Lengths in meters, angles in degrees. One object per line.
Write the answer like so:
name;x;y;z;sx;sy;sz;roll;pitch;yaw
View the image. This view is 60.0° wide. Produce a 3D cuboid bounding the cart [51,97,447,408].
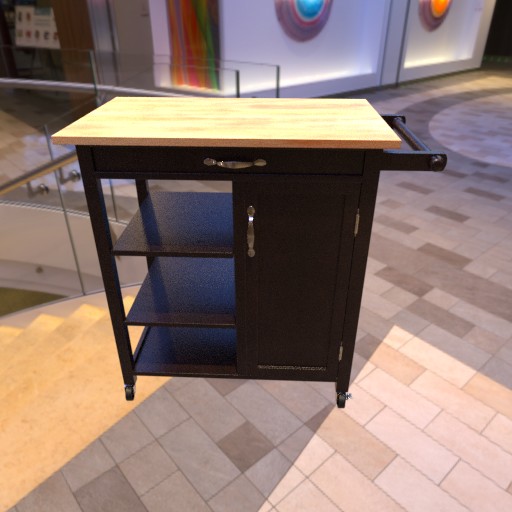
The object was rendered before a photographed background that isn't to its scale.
cart;0.000;0.000;1.414;0.914;0.878;0.472;1;30;2
